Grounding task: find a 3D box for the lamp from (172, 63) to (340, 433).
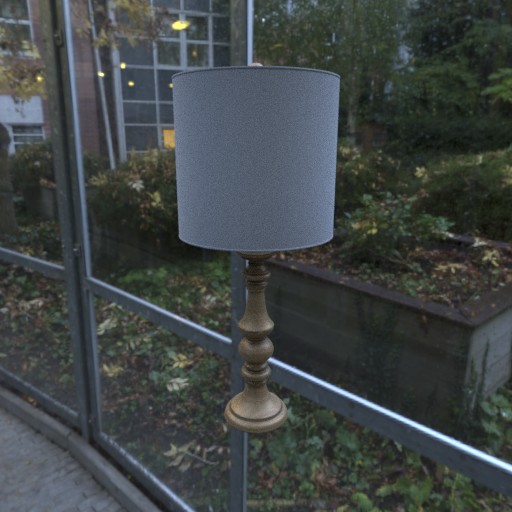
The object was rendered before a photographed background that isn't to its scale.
[{"bbox_3d":[0.000,0.000,0.739,0.250,0.597,0.250,-7,16,-27],"label":"lamp"}]
